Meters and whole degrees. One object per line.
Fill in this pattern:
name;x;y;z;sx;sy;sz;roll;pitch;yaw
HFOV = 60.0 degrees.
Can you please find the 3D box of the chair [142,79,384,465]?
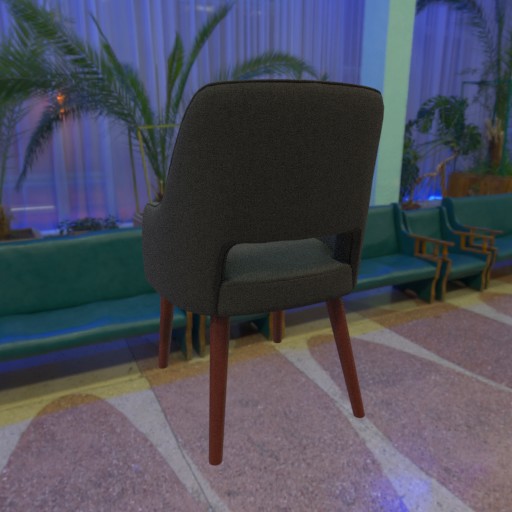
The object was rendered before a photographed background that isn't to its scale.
chair;0.000;0.000;1.201;0.559;0.838;0.560;-7;17;-24
